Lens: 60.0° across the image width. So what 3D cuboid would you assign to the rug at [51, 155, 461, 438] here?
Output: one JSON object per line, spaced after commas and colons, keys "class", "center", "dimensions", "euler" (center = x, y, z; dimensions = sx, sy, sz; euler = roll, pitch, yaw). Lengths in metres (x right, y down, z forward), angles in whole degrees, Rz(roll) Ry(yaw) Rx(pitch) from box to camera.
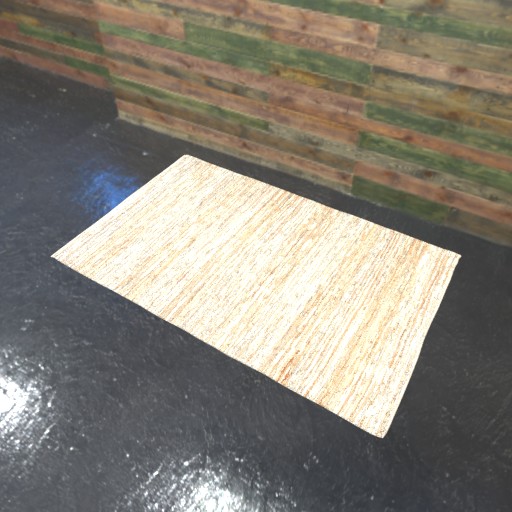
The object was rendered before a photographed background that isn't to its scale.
{"class": "rug", "center": [0.000, 0.000, 3.104], "dimensions": [2.446, 0.009, 1.529], "euler": [24, 50, 22]}
